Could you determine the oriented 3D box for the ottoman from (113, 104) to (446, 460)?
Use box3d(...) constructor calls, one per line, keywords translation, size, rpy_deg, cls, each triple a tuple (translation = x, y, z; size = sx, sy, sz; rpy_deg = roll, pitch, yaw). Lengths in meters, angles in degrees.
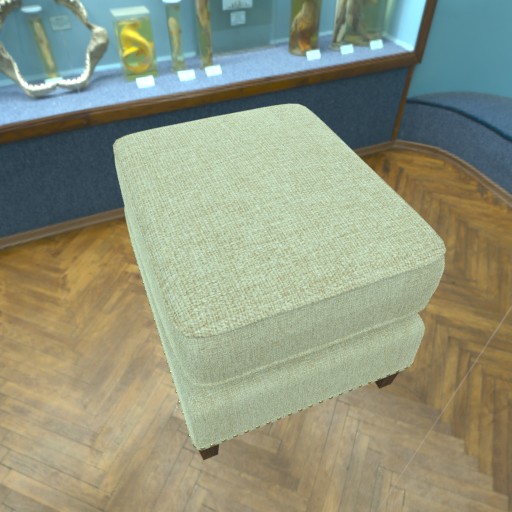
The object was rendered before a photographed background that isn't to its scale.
box3d(translation=(0.000, 0.000, 1.168), size=(0.589, 0.537, 0.738), rpy_deg=(-16, 47, -15), cls="ottoman")
